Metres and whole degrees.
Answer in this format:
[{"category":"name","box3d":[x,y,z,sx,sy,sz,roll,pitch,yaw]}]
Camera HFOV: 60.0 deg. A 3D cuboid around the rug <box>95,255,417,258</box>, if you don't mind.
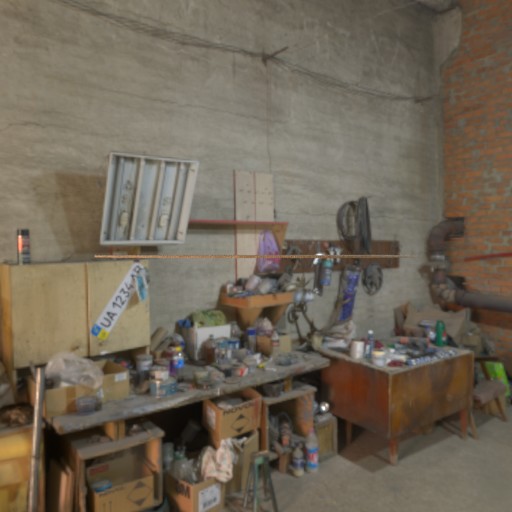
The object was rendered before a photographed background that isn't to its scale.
[{"category":"rug","box3d":[0.000,0.000,3.575,2.444,0.015,2.444,0,0,0]}]
